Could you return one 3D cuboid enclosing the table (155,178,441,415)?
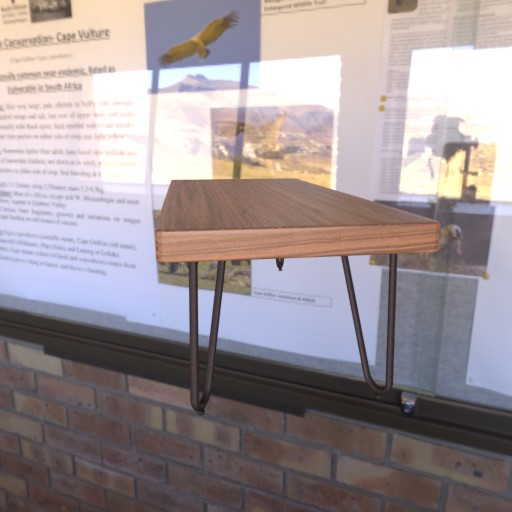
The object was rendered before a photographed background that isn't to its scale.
[{"bbox_3d":[0.000,0.000,1.654,0.637,0.468,1.375,-2,14,-9],"label":"table"}]
